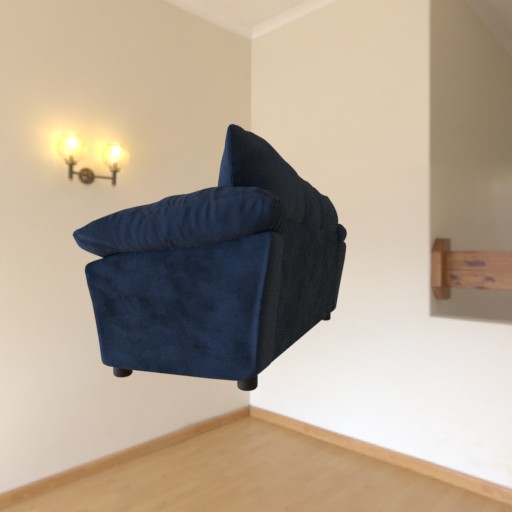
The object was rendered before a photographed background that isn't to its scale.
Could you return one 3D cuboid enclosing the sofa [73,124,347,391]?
[{"bbox_3d":[0.000,0.000,2.828,0.907,1.091,2.390,0,1,19],"label":"sofa"}]
